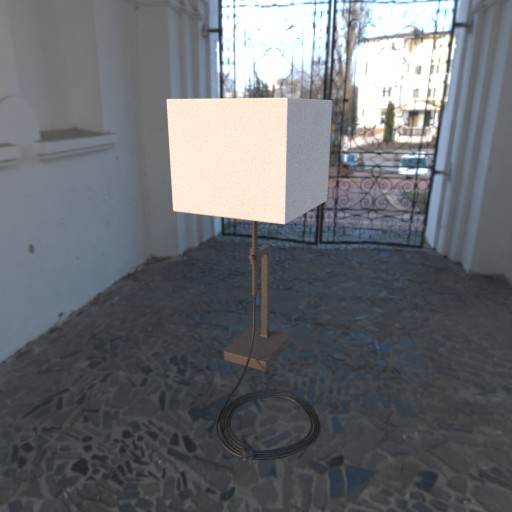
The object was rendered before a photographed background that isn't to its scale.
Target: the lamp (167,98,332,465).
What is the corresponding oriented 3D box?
[{"bbox_3d":[0.000,0.000,0.985,0.399,0.660,0.504,9,20,25],"label":"lamp"}]
